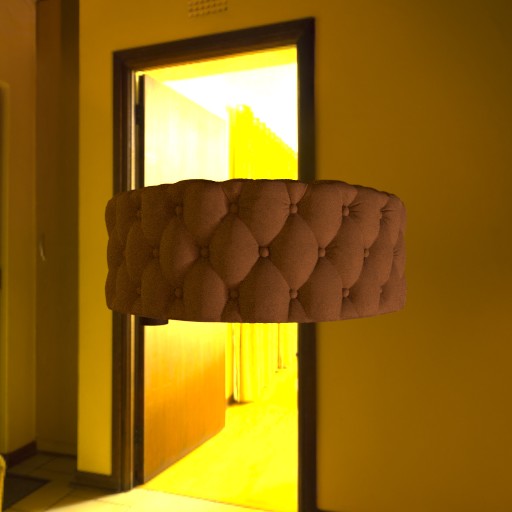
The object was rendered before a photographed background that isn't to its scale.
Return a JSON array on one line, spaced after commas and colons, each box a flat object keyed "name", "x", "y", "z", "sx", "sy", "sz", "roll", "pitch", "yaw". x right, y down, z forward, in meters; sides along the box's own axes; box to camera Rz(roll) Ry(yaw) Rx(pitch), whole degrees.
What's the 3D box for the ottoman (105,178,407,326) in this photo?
[{"name": "ottoman", "x": 0.000, "y": 0.000, "z": 1.538, "sx": 0.998, "sy": 0.399, "sz": 0.998, "roll": 0, "pitch": -1, "yaw": 0}]
